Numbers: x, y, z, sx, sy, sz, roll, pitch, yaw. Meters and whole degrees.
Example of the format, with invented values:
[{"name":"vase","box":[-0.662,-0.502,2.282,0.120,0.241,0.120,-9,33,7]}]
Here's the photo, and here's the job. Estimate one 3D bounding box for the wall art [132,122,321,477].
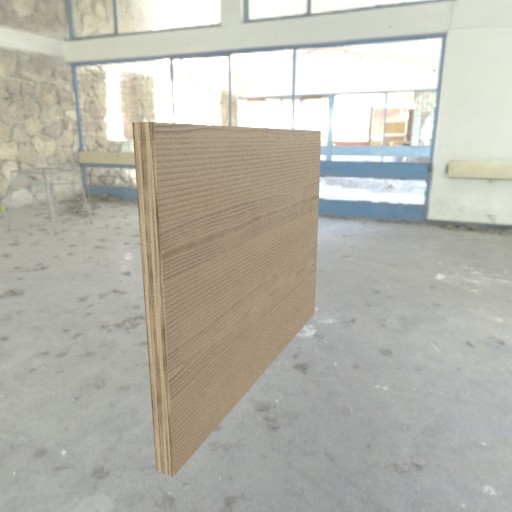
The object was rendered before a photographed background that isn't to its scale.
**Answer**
[{"name":"wall art","box":[0.000,0.000,1.097,0.063,0.609,0.841,7,16,24]}]
